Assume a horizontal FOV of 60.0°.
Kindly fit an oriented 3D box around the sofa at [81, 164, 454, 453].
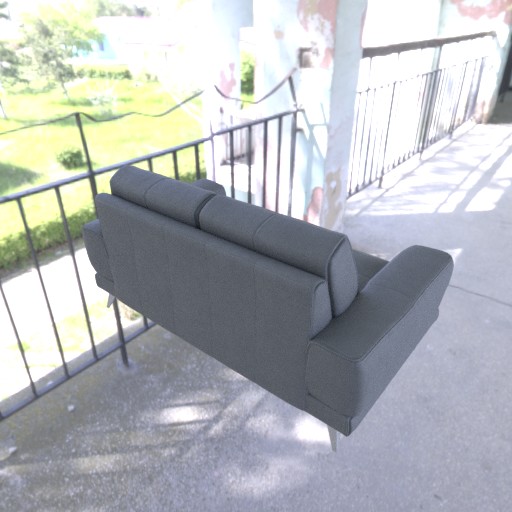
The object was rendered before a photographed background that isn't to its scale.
[{"bbox_3d":[0.000,0.000,2.404,1.806,0.907,1.018,22,37,33],"label":"sofa"}]
